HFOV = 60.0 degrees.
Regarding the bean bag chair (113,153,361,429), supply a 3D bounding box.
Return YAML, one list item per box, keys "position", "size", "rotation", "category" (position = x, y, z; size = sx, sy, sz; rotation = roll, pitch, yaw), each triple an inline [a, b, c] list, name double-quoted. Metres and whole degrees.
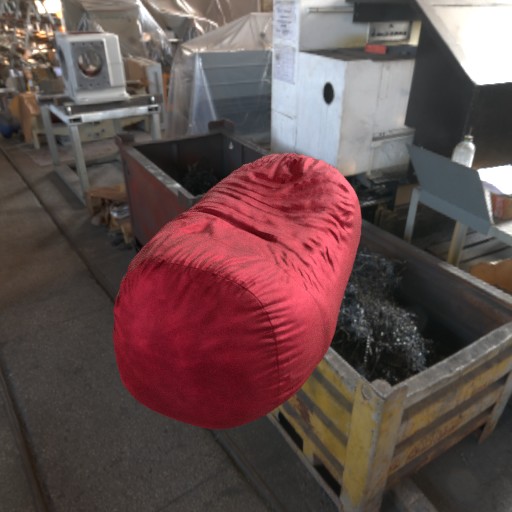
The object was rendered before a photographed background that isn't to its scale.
- position: [0.000, 0.000, 2.871]
  size: [1.216, 0.867, 2.293]
  rotation: [11, 33, 18]
  category: "bean bag chair"
